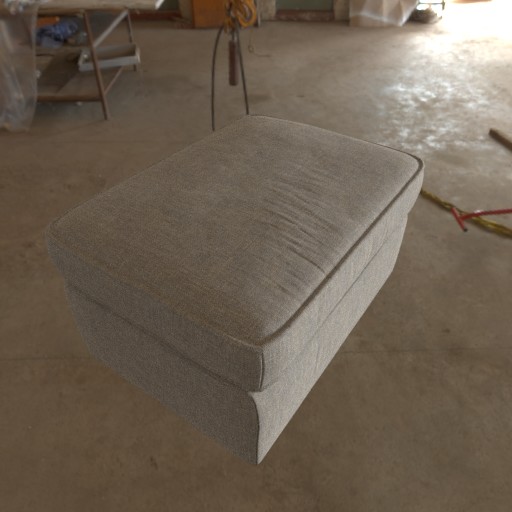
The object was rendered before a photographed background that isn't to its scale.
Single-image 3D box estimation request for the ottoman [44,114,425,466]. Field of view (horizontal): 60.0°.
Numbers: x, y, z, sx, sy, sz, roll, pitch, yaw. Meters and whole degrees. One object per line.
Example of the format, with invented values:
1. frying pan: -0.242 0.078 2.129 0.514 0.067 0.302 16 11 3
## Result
1. ottoman: 0.000 0.000 1.101 0.559 0.457 0.762 24 45 26
